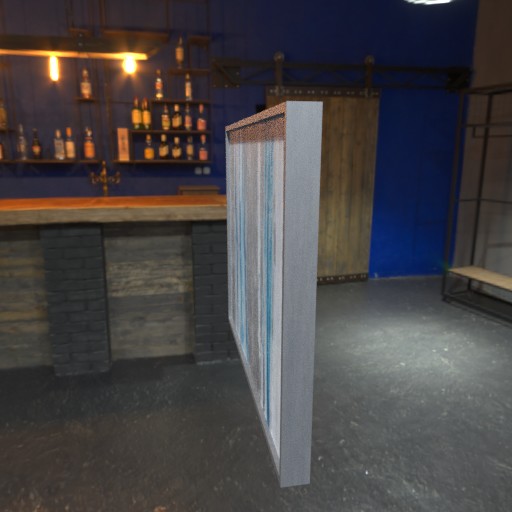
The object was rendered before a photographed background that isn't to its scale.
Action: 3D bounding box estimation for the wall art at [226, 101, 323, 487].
[{"bbox_3d":[0.000,0.000,0.761,0.037,0.450,0.557,-2,14,-10],"label":"wall art"}]
